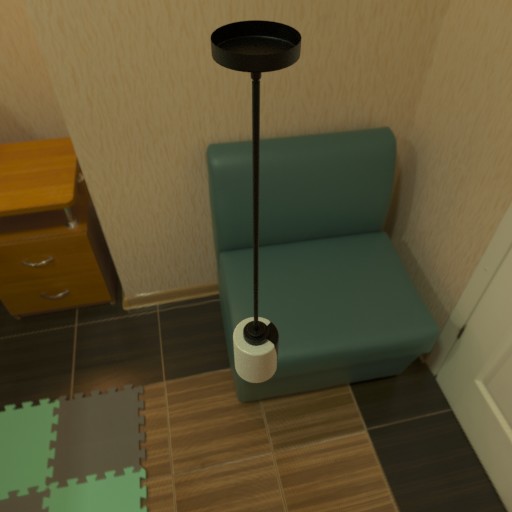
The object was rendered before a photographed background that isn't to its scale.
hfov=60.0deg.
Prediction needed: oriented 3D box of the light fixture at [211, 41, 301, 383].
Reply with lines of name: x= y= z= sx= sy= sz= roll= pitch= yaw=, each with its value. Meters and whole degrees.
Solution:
light fixture: x=0.000 y=0.000 z=0.914 sx=0.123 sy=0.863 sz=0.123 roll=-33 pitch=54 yaw=-27
